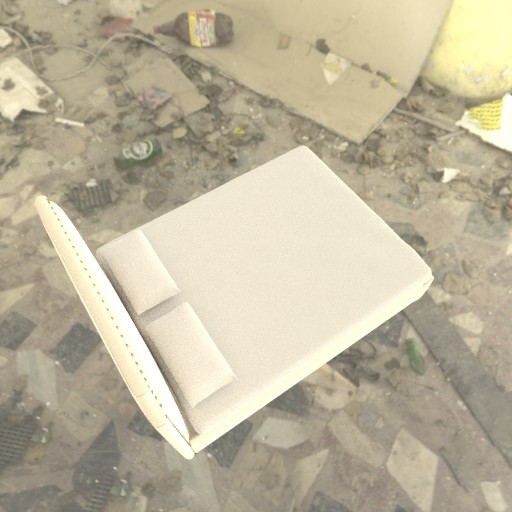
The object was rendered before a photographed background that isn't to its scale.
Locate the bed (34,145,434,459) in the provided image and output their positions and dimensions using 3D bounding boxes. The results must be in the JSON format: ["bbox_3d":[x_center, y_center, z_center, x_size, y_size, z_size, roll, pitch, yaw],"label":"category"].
[{"bbox_3d":[0.000,0.000,3.354,2.372,1.497,1.712,-30,63,-17],"label":"bed"}]
